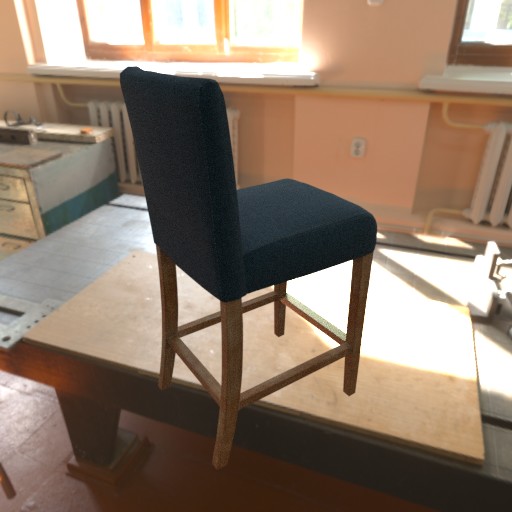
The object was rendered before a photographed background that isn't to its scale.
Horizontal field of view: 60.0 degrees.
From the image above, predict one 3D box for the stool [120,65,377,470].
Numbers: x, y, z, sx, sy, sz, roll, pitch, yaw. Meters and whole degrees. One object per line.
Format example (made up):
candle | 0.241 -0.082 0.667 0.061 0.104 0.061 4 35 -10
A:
stool | 0.000 0.000 1.314 0.567 1.039 0.454 -18 32 -30
